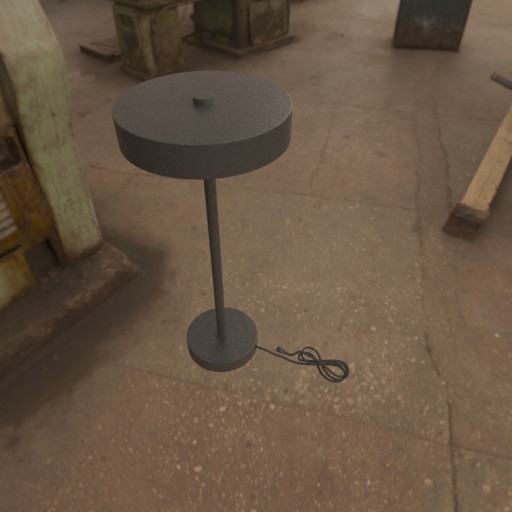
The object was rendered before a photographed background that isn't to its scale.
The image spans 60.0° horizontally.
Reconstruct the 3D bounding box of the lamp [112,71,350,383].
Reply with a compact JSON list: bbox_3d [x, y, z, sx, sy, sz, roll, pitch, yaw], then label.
[{"bbox_3d":[0.000,0.000,0.714,0.369,0.508,0.229,12,43,13],"label":"lamp"}]
